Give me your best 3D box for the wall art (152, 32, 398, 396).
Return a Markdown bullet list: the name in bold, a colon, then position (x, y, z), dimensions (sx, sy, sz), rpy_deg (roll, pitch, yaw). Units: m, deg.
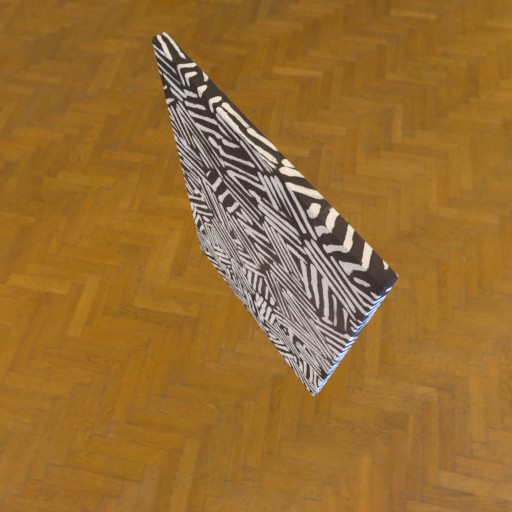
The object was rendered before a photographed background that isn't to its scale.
- **wall art**: position (0.000, 0.000, 1.326), dimensions (0.038, 1.017, 0.765), rpy_deg (-33, 67, -16)
